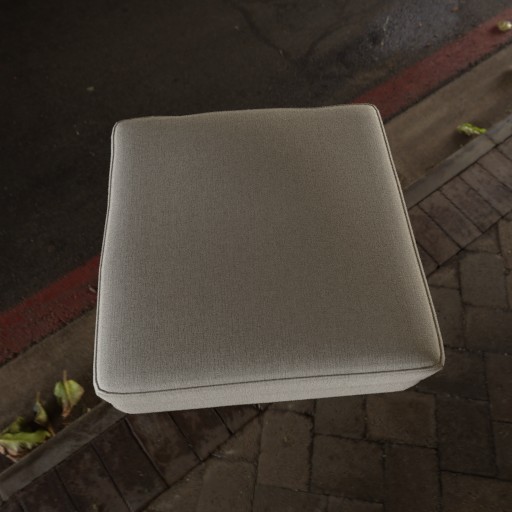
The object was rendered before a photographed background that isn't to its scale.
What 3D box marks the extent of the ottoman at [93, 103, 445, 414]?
[{"bbox_3d":[0.000,0.000,1.344,0.838,0.478,0.838,-4,64,-2],"label":"ottoman"}]
